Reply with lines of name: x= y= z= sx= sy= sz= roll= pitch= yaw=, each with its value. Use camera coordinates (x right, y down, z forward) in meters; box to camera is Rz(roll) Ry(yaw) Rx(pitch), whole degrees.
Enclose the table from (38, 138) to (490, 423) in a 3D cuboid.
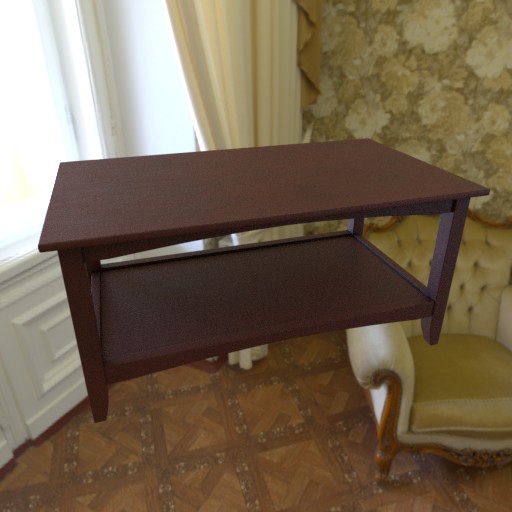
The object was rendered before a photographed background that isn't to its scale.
table: x=0.000 y=0.000 z=1.201 sx=0.943 sy=0.456 sz=0.533 roll=-8 pitch=29 yaw=-16
